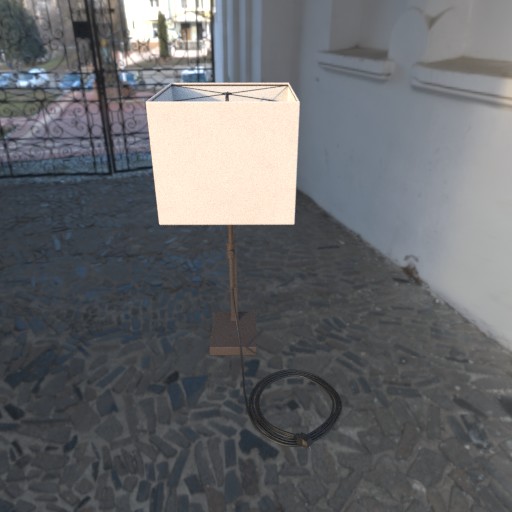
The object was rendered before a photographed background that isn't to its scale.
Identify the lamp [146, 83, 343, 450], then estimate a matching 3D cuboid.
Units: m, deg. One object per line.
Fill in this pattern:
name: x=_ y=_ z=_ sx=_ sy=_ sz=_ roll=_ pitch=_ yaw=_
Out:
lamp: x=0.000 y=0.000 z=0.979 sx=0.399 sy=0.660 sz=0.504 roll=0 pitch=28 yaw=0
